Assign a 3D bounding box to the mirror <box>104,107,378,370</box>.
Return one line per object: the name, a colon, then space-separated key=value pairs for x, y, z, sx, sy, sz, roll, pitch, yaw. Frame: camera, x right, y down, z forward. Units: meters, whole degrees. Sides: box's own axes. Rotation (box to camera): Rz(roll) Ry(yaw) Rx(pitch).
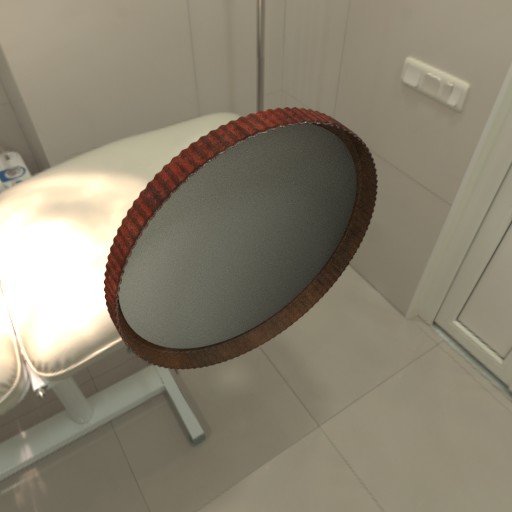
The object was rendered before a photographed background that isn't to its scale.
mirror: x=0.000 y=0.000 z=0.909 sx=0.609 sy=0.609 sz=0.056 roll=-25 pitch=52 yaw=-22
